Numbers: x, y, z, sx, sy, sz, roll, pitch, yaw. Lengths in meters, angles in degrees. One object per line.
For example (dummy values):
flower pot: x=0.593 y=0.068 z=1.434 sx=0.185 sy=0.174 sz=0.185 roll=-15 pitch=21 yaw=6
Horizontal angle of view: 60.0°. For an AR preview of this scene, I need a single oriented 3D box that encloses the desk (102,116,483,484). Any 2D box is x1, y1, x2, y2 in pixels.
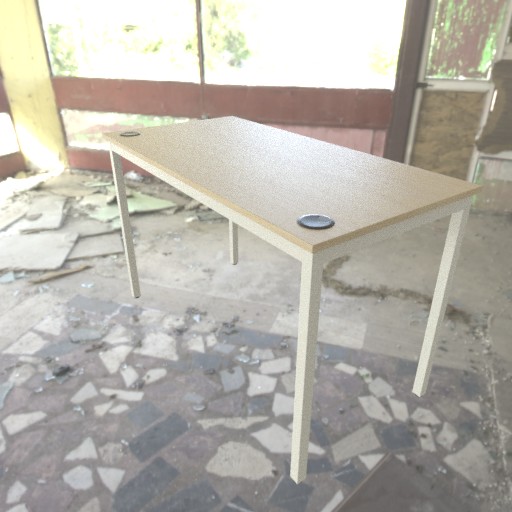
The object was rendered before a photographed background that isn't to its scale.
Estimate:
desk: x=0.000 y=0.000 z=1.609 sx=0.600 sy=0.750 sz=1.200 roll=-19 pitch=33 yaw=-31
